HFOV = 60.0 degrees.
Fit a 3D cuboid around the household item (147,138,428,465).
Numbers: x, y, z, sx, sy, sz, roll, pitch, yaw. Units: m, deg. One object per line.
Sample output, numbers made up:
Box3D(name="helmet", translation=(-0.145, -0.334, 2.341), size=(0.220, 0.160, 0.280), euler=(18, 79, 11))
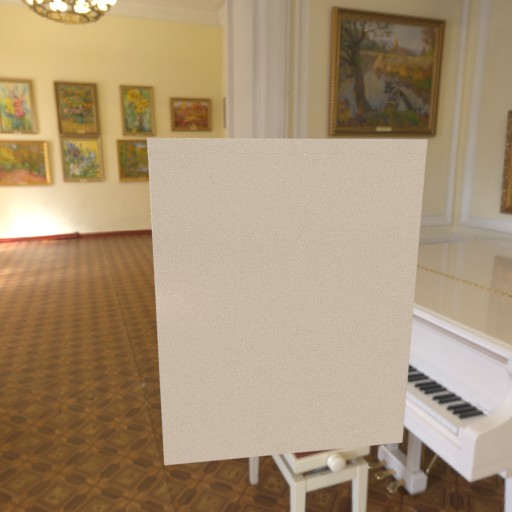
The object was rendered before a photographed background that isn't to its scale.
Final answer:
Box3D(name="household item", translation=(0.000, 0.000, 1.536), size=(0.597, 0.749, 1.100), euler=(-2, 13, -8))
